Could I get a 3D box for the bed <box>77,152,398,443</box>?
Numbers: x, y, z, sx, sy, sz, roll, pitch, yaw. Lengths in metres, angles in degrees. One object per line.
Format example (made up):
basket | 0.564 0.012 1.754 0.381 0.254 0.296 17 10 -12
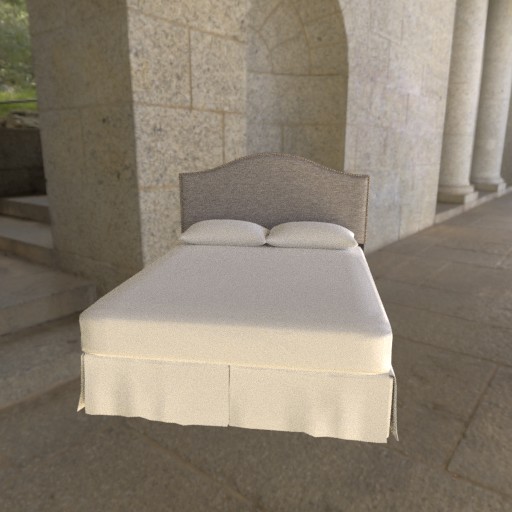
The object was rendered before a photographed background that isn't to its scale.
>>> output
bed | 0.000 0.000 2.889 1.610 1.295 1.870 2 14 8
